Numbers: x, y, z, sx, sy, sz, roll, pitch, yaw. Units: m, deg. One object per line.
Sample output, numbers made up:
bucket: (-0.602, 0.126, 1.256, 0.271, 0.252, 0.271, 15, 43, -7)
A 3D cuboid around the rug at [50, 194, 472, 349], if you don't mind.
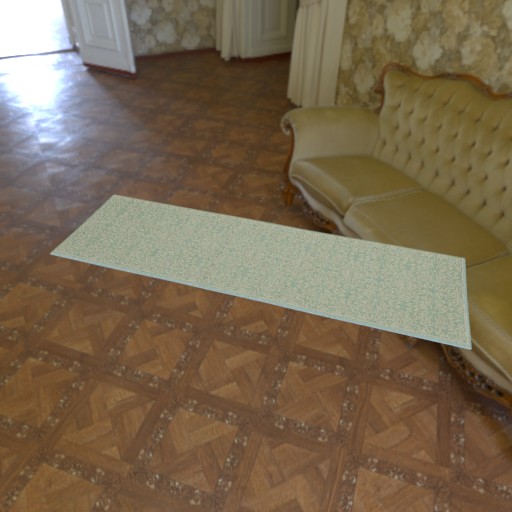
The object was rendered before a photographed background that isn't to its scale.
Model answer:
rug: (0.000, 0.000, 2.447, 2.196, 0.011, 0.662, 11, 41, 14)
